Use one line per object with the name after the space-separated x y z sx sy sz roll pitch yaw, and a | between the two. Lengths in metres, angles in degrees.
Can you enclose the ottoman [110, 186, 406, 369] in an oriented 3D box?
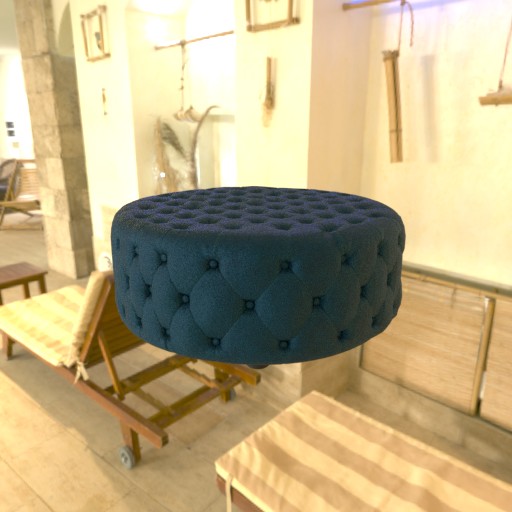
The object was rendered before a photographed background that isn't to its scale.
0.000 0.000 1.590 0.998 0.398 0.998 0 17 0 | ottoman
